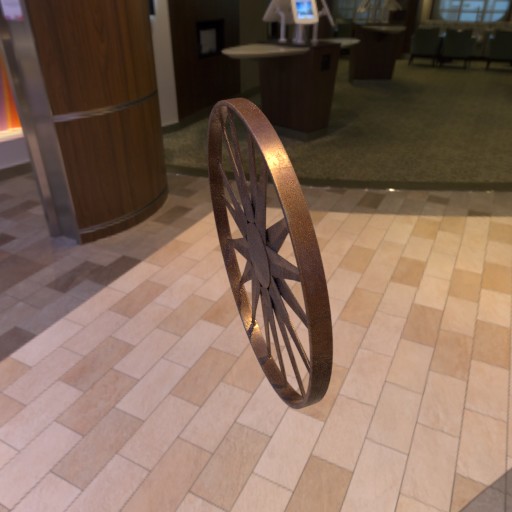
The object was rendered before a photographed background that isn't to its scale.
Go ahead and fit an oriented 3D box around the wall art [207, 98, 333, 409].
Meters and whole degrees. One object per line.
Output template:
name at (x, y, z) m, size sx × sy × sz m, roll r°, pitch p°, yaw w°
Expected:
wall art at (0.000, 0.000, 0.863) m, size 0.084 × 0.583 × 0.582 m, roll -10°, pitch 32°, yaw -16°
